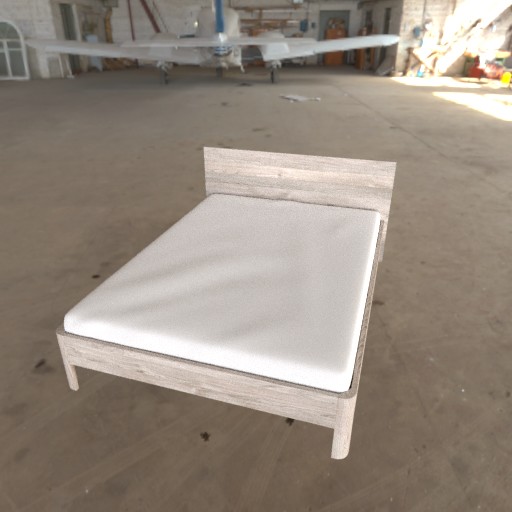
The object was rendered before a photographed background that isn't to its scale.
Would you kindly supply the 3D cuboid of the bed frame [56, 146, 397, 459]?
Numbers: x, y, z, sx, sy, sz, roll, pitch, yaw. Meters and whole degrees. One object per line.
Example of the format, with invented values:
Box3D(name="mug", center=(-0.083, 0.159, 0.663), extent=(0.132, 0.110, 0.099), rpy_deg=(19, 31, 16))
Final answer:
Box3D(name="bed frame", center=(0.000, 0.000, 2.733), extent=(1.490, 0.800, 1.950), rpy_deg=(8, 28, 16))
